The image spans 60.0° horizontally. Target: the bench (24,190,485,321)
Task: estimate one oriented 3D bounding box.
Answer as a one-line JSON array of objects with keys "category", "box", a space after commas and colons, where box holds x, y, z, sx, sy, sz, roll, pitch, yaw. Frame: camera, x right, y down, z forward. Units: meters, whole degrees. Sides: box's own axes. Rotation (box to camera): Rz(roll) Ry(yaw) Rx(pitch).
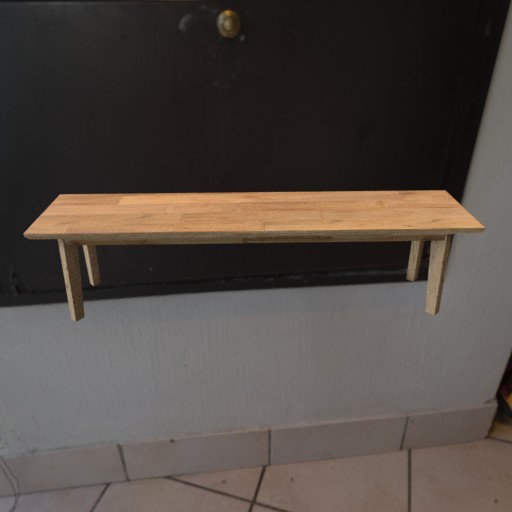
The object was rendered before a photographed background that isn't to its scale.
[{"category": "bench", "box": [0.000, 0.000, 1.897, 1.698, 0.431, 0.378, -1, 30, -1]}]
